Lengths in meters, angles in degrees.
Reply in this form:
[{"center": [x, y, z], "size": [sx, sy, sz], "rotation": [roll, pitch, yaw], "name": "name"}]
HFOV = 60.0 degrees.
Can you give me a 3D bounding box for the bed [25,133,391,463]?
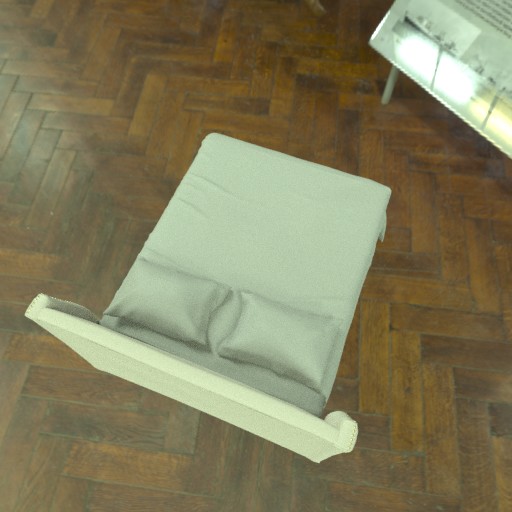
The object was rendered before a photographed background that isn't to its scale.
[{"center": [0.000, 0.000, 3.354], "size": [1.925, 1.332, 2.276], "rotation": [20, 65, 10], "name": "bed"}]
